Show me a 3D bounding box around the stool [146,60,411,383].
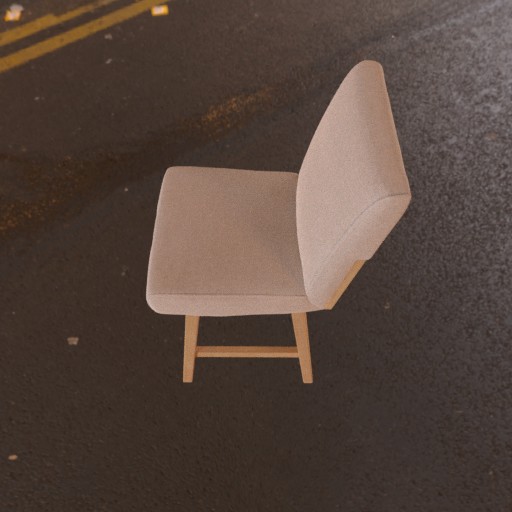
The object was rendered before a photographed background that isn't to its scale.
[{"bbox_3d":[0.000,0.000,1.275,0.543,1.015,0.446,0,58,0],"label":"stool"}]
